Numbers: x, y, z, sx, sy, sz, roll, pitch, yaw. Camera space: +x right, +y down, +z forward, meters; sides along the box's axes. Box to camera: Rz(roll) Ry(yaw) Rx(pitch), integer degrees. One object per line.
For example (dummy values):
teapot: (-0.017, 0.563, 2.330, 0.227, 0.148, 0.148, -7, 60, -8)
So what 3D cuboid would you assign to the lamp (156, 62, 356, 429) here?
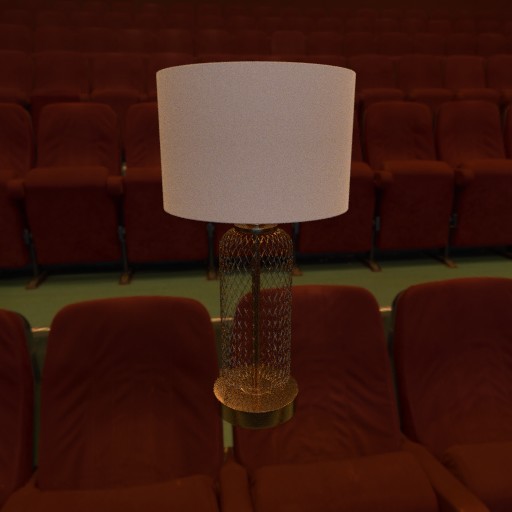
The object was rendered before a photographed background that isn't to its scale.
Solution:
lamp: (0.000, 0.000, 0.638, 0.252, 0.483, 0.252, -2, 16, -8)
